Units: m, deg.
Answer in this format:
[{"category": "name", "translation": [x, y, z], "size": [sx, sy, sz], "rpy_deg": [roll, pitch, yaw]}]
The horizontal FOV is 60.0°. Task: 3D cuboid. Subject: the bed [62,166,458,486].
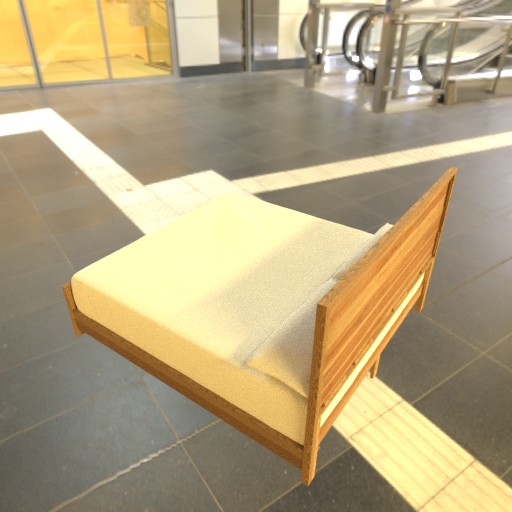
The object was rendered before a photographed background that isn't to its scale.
[{"category": "bed", "translation": [0.000, 0.000, 3.427], "size": [2.184, 1.295, 2.013], "rpy_deg": [21, 37, 30]}]
